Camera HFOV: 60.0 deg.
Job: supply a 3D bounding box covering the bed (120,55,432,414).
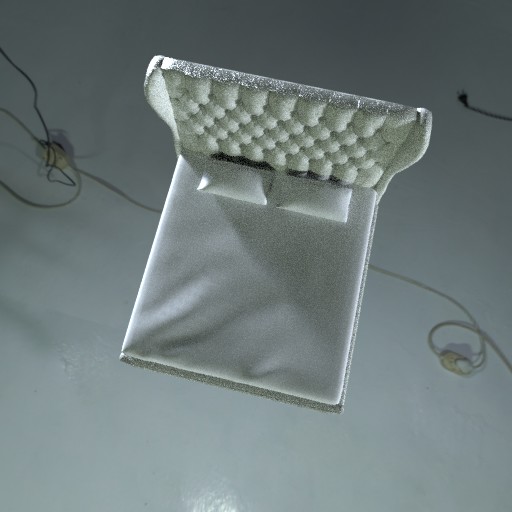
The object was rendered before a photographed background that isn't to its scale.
[{"bbox_3d":[0.000,0.000,3.884,2.219,1.771,2.347,13,76,3],"label":"bed"}]
